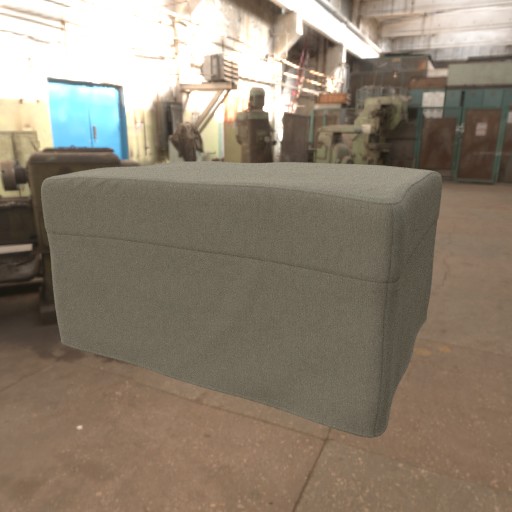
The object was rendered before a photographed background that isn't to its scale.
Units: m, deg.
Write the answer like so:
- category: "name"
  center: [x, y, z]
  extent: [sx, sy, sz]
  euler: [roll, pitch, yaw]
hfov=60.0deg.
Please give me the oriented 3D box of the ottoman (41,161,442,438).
- category: "ottoman"
  center: [0.000, 0.000, 1.180]
  extent: [0.833, 0.461, 0.648]
  euler: [8, 18, 26]
